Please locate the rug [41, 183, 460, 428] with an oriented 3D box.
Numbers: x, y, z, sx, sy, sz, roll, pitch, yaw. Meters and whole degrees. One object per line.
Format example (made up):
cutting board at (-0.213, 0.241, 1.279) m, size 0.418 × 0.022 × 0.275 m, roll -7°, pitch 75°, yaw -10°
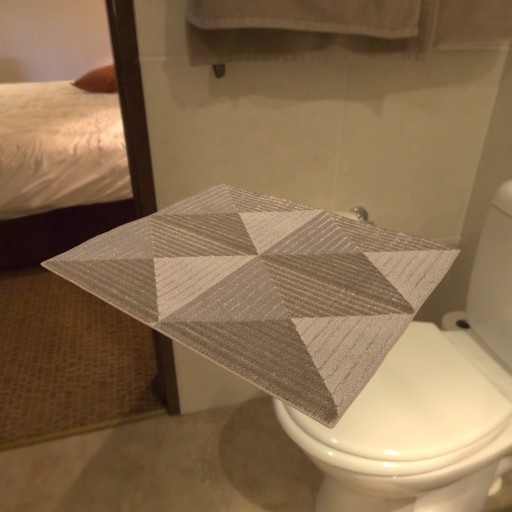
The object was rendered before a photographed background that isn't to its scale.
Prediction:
rug at (0.000, 0.000, 0.878) m, size 0.642 × 0.008 × 0.551 m, roll 20°, pitch 36°, yaw 31°
